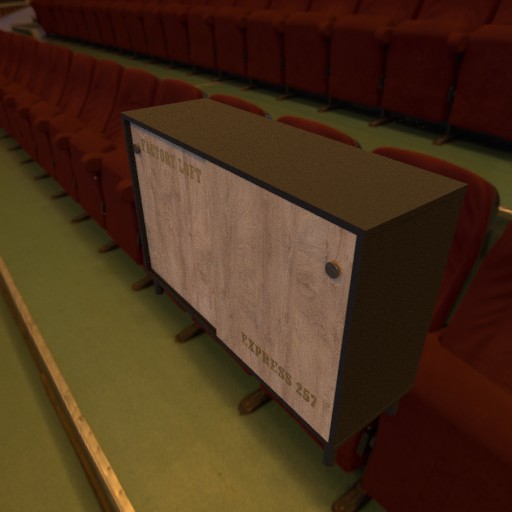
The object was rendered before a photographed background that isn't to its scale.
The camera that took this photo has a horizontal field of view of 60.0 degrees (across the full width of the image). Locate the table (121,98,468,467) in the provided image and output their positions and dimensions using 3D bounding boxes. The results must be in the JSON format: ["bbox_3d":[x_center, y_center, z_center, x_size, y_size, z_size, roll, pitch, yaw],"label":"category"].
[{"bbox_3d":[0.000,0.000,1.624,0.400,0.855,1.200,-23,38,-32],"label":"table"}]
